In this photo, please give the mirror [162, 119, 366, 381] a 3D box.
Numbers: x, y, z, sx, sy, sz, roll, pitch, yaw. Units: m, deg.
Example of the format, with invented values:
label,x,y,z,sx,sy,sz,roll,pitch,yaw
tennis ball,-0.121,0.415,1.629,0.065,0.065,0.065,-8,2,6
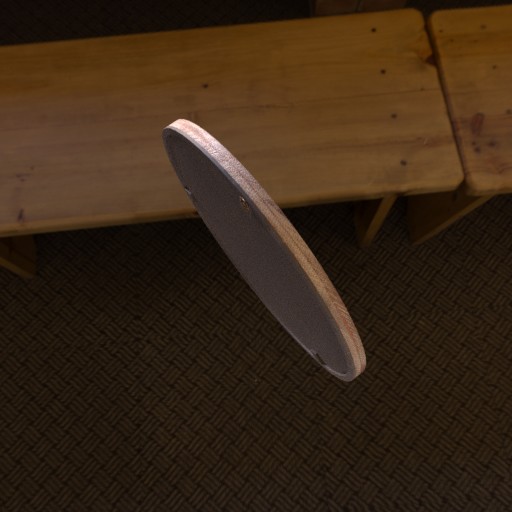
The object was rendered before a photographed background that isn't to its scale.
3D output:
label,x,y,z,sx,sy,sz,roll,pitch,yaw
mirror,0.000,0.000,1.065,0.038,0.710,0.710,-37,77,-9
